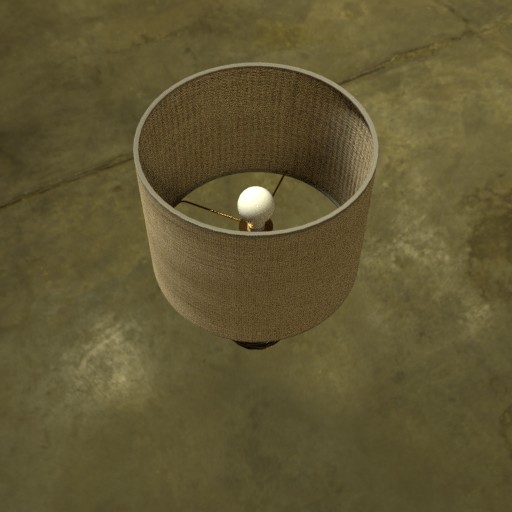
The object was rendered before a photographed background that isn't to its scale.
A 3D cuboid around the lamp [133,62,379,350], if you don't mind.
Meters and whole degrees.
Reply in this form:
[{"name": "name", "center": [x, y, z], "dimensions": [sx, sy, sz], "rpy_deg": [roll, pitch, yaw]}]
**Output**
[{"name": "lamp", "center": [0.000, 0.000, 0.842], "dimensions": [0.376, 0.594, 0.376], "rpy_deg": [0, 57, 0]}]
